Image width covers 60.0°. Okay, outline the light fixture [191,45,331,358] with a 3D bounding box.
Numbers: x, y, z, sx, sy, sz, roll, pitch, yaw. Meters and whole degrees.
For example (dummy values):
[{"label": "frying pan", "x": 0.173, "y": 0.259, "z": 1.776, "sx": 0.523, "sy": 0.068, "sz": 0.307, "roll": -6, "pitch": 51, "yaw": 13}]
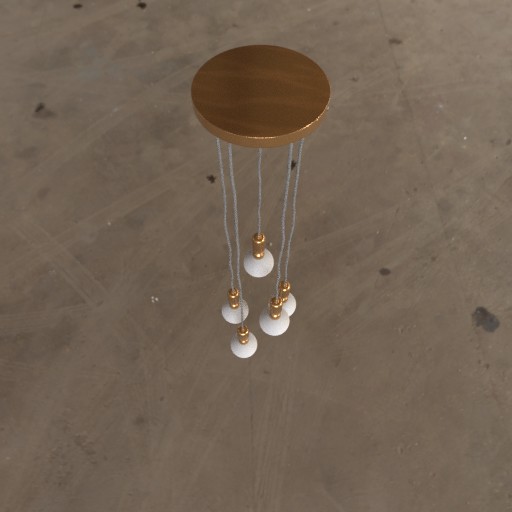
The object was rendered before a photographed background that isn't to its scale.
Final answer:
[{"label": "light fixture", "x": 0.000, "y": 0.000, "z": 0.502, "sx": 0.105, "sy": 0.457, "sz": 0.108, "roll": 16, "pitch": 60, "yaw": 9}]
